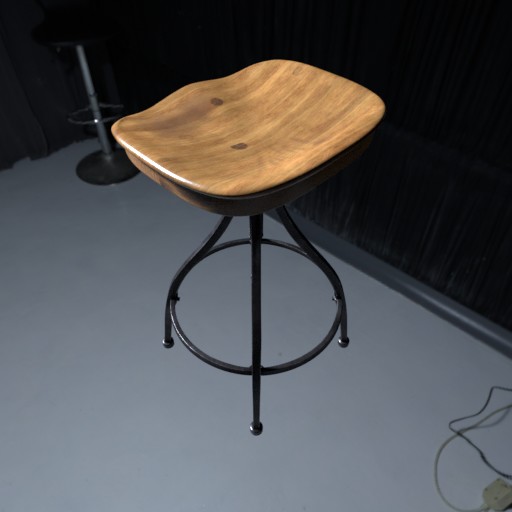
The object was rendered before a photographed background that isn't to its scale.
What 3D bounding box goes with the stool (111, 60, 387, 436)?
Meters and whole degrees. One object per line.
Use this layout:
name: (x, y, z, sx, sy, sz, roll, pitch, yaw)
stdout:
stool: (0.000, 0.000, 0.991, 0.424, 0.694, 0.432, 35, 55, 30)
